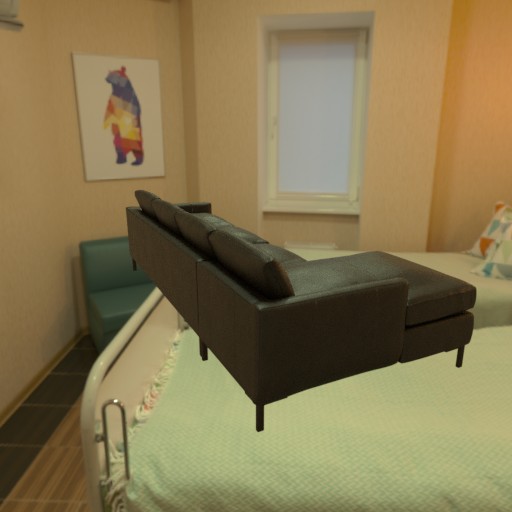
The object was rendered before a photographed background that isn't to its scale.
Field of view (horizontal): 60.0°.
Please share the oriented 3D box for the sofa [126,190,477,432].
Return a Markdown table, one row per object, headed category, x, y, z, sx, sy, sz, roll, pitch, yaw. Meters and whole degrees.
| category | x | y | z | sx | sy | sz | roll | pitch | yaw |
| --- | --- | --- | --- | --- | --- | --- | --- | --- | --- |
| sofa | 0.000 | 0.000 | 3.573 | 1.471 | 0.859 | 2.993 | -8 | 18 | -26 |
